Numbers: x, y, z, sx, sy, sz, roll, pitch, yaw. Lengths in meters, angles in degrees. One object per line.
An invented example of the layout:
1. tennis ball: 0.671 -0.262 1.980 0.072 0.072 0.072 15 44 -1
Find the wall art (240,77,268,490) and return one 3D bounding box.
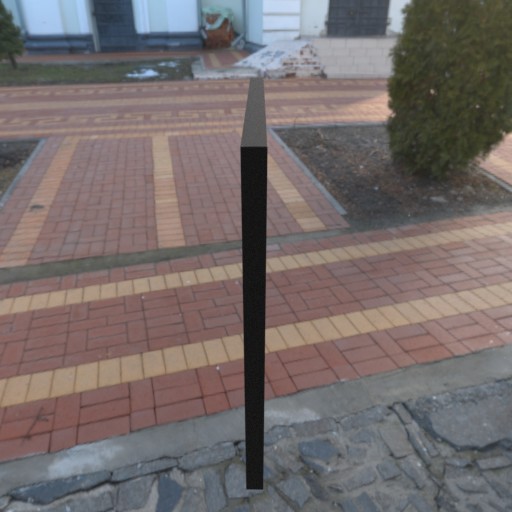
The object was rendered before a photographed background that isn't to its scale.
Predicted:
1. wall art: 0.000 0.000 1.132 0.038 0.762 0.762 0 29 0
